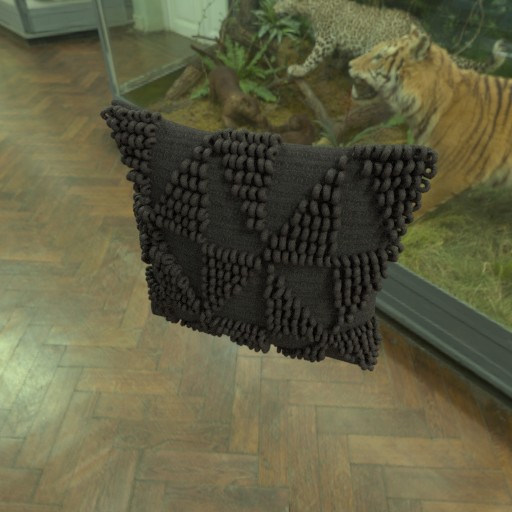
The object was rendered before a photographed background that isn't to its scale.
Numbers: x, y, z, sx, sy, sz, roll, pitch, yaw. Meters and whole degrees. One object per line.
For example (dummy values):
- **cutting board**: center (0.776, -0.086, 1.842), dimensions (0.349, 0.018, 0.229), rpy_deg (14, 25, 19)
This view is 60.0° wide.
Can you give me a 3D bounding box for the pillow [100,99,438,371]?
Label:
- **pillow**: center (0.000, 0.000, 0.735), dimensions (0.470, 0.467, 0.172), rpy_deg (12, 43, 13)
